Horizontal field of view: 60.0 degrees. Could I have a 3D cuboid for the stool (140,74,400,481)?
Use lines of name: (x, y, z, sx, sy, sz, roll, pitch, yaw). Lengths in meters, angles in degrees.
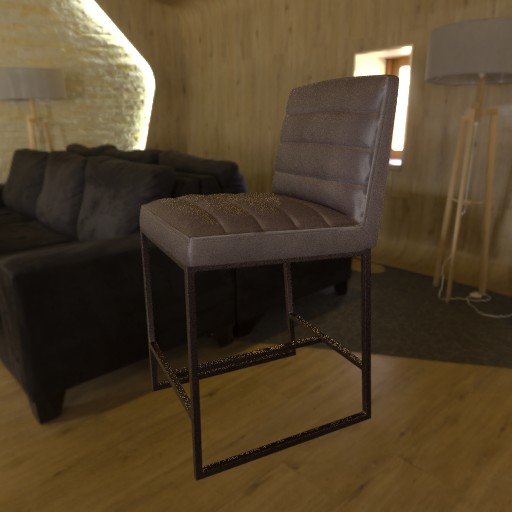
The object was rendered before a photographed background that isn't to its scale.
stool: (0.000, 0.000, 1.238, 0.562, 0.946, 0.463, -8, 18, -25)
